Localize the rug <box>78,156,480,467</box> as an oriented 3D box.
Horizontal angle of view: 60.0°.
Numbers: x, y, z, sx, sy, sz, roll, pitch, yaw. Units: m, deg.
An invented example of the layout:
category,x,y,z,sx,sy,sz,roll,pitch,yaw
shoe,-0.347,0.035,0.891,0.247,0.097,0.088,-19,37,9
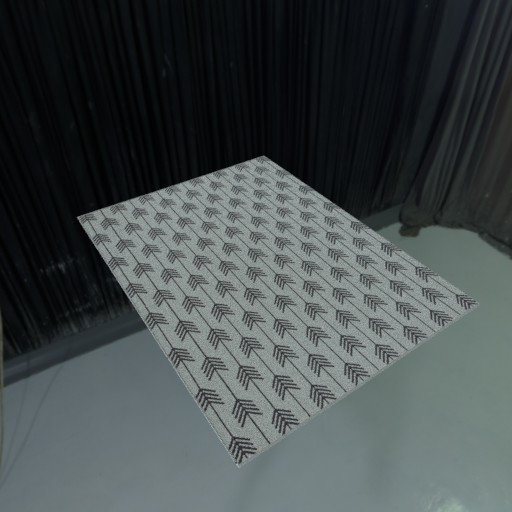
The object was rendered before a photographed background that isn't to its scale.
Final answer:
category,x,y,z,sx,sy,sz,roll,pitch,yaw
rug,0.000,0.000,4.056,2.330,0.010,3.061,-24,46,-25
